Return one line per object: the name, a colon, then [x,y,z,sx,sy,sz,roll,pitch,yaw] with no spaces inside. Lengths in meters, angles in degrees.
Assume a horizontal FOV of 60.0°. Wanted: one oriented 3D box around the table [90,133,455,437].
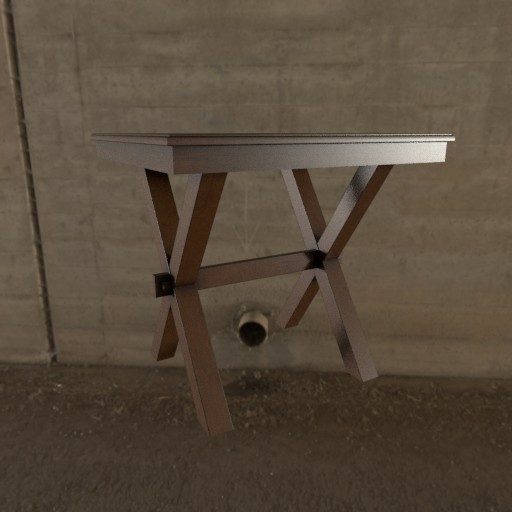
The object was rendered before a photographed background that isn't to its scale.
table: [0.000,0.000,1.055,0.602,0.562,0.560,-9,18,-29]
